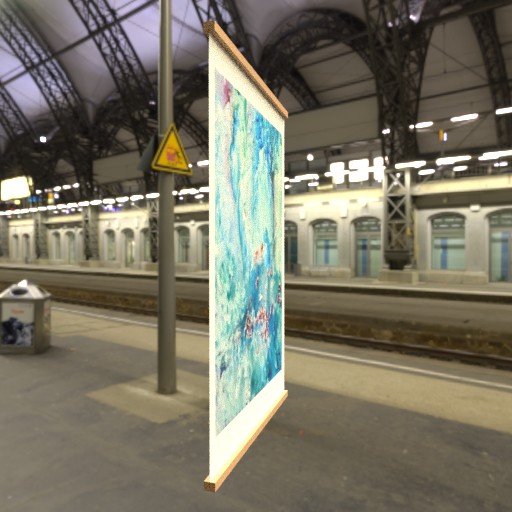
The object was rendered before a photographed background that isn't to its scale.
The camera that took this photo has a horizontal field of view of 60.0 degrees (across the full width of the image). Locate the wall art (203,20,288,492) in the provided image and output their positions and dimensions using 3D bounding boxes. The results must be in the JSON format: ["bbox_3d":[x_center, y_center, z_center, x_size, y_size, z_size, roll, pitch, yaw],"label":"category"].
[{"bbox_3d":[0.000,0.000,1.281,0.027,1.020,0.669,0,1,18],"label":"wall art"}]
